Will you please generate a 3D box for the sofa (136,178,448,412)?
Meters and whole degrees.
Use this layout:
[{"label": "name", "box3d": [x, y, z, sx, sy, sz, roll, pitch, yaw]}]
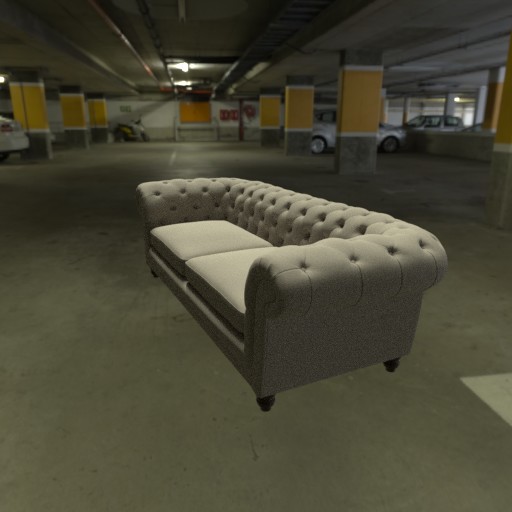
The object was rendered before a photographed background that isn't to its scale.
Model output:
[{"label": "sofa", "box3d": [0.000, 0.000, 2.784, 0.991, 0.749, 2.411, -8, 19, -25]}]
